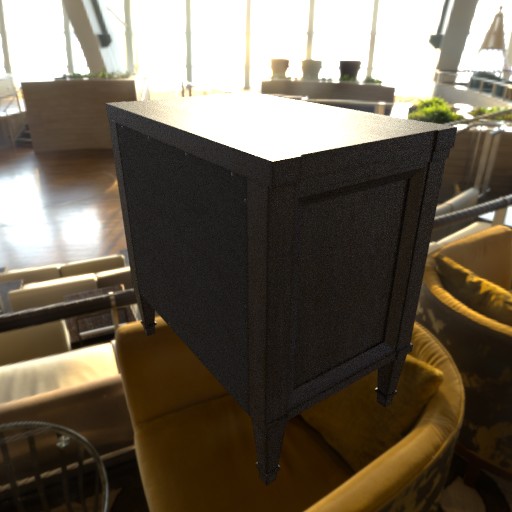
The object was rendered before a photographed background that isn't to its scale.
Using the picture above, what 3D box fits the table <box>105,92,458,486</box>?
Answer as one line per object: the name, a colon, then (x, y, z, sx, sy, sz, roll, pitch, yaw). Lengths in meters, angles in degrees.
table: (0.000, 0.000, 1.065, 0.413, 0.660, 0.660, -17, 31, -31)
